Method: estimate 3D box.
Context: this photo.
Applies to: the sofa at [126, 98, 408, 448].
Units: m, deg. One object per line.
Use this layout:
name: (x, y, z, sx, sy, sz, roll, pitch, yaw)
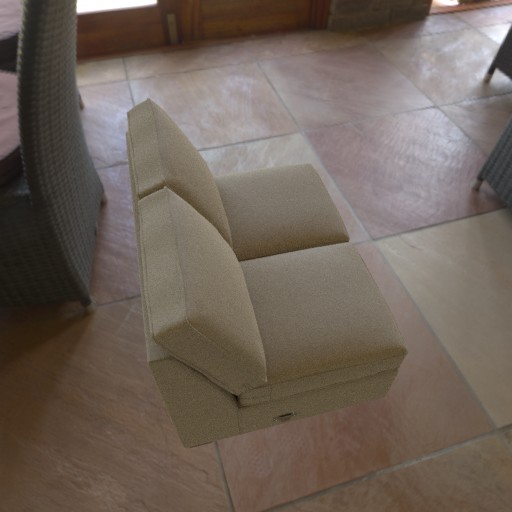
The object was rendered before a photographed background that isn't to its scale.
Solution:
sofa: (0.000, 0.000, 1.997, 0.951, 1.008, 1.237, -11, 50, -9)
